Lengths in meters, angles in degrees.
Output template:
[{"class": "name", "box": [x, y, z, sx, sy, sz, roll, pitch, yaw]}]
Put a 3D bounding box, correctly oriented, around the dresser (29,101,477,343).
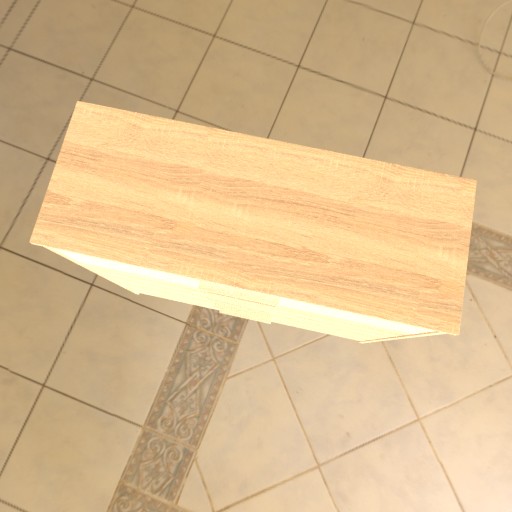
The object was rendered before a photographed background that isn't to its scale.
[{"class": "dresser", "box": [0.000, 0.000, 1.463, 0.980, 0.900, 0.380, 12, 78, 3]}]
